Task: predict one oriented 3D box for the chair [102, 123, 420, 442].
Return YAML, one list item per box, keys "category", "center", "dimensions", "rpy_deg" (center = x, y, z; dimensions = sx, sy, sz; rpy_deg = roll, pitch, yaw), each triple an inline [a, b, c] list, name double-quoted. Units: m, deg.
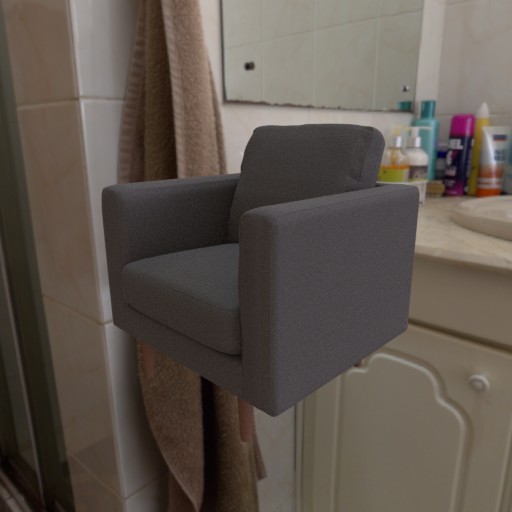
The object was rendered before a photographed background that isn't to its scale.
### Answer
- category: "chair"
  center: [0.000, 0.000, 1.608]
  dimensions: [0.854, 0.927, 0.800]
  rpy_deg: [15, 21, 42]
